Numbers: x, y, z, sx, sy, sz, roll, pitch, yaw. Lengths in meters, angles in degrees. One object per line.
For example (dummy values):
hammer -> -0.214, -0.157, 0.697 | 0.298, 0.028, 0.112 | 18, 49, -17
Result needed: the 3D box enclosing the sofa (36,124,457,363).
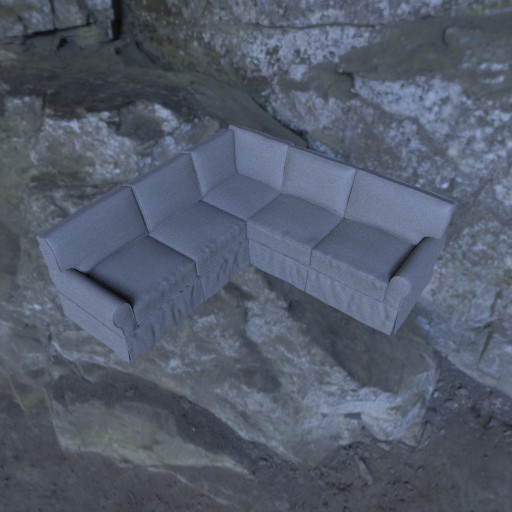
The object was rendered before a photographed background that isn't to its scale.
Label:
sofa -> 0.000, 0.000, 4.019 | 2.623, 1.081, 2.618 | 27, 48, 27
